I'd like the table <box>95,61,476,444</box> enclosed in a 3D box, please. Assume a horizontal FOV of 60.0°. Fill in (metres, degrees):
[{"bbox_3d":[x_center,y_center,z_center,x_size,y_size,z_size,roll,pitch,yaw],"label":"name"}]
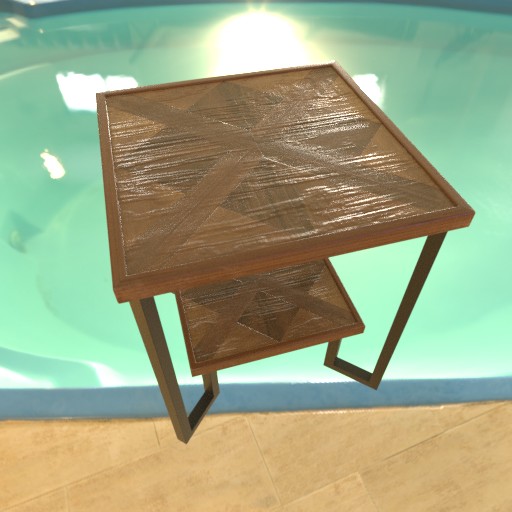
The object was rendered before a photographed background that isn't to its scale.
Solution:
[{"bbox_3d":[0.000,0.000,0.948,0.503,0.563,0.503,-12,49,-11],"label":"table"}]
